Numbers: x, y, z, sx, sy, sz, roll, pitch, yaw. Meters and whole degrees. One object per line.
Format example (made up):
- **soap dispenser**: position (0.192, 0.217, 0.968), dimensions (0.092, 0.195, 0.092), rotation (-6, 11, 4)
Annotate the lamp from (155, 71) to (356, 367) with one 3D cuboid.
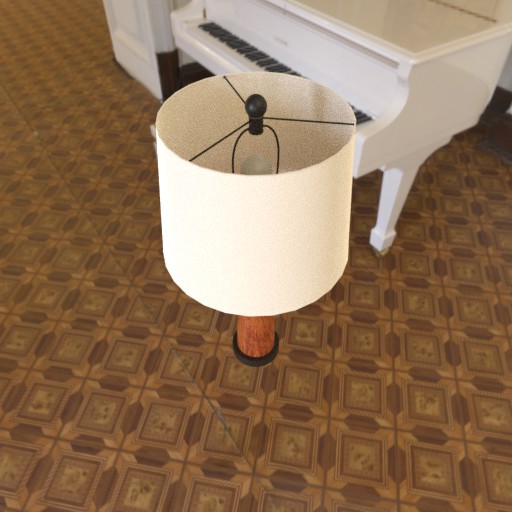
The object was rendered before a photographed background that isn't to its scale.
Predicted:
- **lamp**: position (0.000, 0.000, 0.871), dimensions (0.349, 0.667, 0.349), rotation (0, 47, 0)
